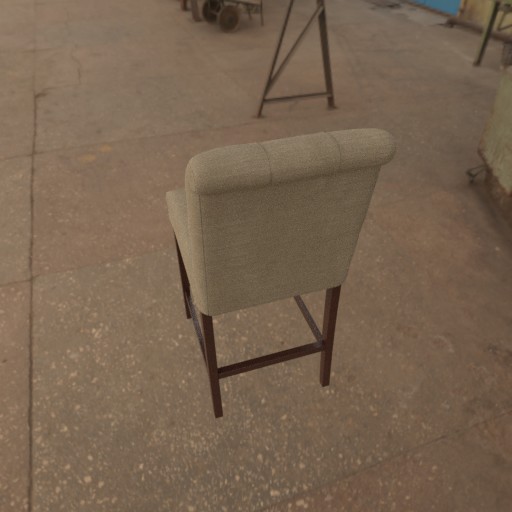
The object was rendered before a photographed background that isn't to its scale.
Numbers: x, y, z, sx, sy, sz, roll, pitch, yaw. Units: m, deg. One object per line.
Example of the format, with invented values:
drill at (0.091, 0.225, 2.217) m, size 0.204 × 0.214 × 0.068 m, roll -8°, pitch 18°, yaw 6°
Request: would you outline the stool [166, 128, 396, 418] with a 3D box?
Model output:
stool at (0.000, 0.000, 1.488) m, size 0.486 × 1.084 × 0.660 m, roll -12°, pitch 42°, yaw -14°
